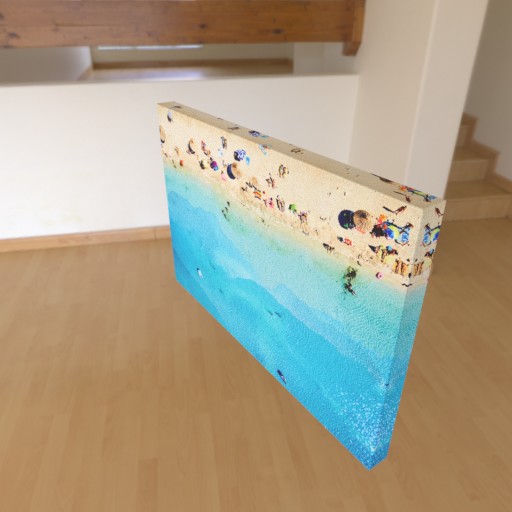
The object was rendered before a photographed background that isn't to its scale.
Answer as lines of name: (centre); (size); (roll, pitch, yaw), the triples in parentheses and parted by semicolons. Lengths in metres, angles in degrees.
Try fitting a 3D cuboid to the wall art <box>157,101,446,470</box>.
wall art: (0.000, 0.000, 1.104); (0.057, 0.595, 0.894); (-20, 35, -30)
